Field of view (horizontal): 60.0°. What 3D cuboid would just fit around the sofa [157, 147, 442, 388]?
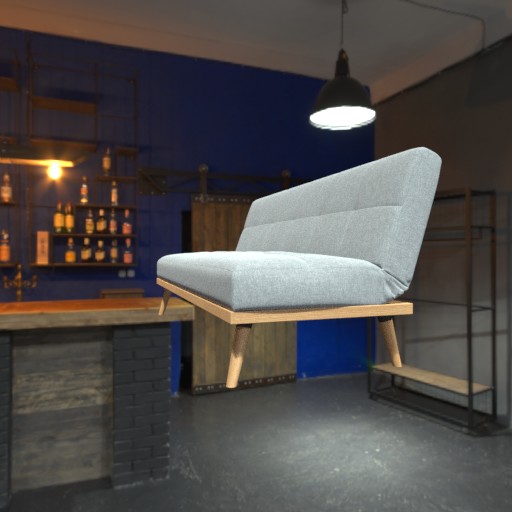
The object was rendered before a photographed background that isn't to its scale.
[{"bbox_3d":[0.000,0.000,2.298,0.800,0.800,1.820,0,1,-20],"label":"sofa"}]
